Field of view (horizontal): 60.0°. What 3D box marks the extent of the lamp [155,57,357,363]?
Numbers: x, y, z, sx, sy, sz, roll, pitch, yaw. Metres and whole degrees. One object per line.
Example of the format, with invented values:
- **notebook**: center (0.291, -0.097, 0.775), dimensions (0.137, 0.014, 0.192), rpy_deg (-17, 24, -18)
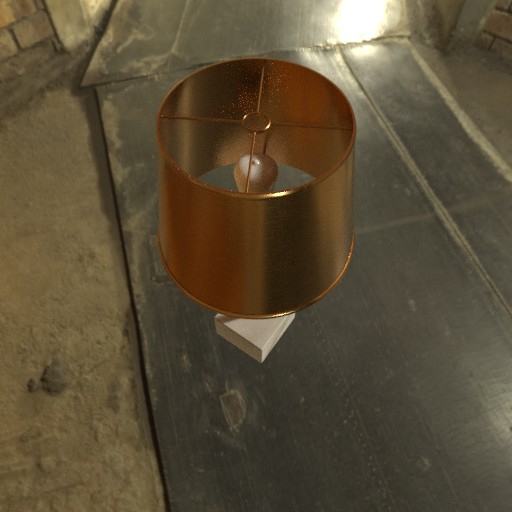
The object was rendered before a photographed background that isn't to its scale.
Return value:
- **lamp**: center (0.000, 0.000, 0.518), dimensions (0.208, 0.406, 0.208), rpy_deg (0, 58, 0)
